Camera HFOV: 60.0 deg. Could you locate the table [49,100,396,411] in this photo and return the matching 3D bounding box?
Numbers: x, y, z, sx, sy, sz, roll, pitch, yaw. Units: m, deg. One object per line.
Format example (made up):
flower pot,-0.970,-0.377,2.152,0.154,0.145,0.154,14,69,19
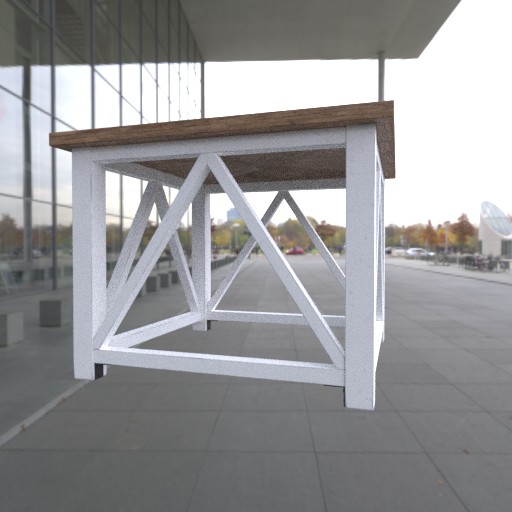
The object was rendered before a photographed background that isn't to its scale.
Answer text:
table,0.000,0.000,1.172,0.700,0.532,0.700,0,1,18
